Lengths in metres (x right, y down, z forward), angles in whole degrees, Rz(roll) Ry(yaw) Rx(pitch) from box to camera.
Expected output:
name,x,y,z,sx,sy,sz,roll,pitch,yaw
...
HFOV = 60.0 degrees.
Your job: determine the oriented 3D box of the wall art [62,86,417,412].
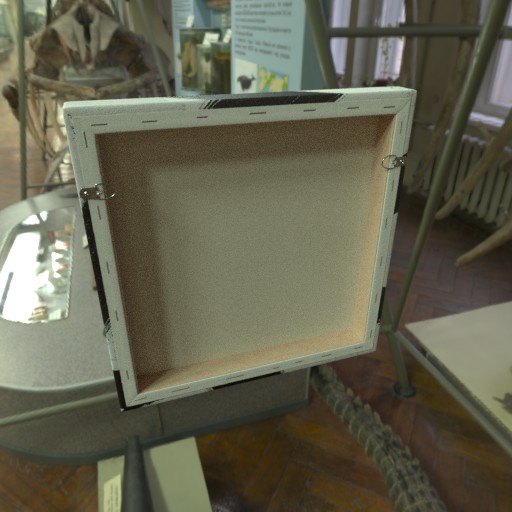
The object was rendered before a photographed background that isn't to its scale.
name,x,y,z,sx,sy,sz,roll,pitch,yaw
wall art,0.000,0.000,0.738,0.507,0.508,0.050,-9,29,-16
